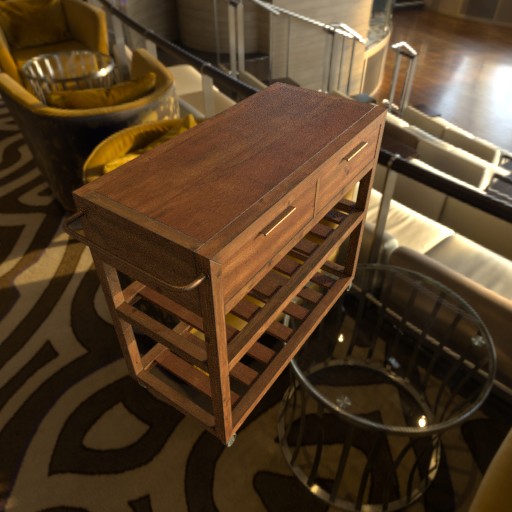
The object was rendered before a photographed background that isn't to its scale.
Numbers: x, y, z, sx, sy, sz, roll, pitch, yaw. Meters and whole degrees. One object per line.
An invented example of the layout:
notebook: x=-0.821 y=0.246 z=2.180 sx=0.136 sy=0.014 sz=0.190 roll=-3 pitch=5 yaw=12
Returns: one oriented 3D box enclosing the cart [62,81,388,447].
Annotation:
cart: x=0.000 y=0.000 z=1.523 sx=0.445 sy=0.830 sz=1.065 roll=25 pitch=46 yaw=26
